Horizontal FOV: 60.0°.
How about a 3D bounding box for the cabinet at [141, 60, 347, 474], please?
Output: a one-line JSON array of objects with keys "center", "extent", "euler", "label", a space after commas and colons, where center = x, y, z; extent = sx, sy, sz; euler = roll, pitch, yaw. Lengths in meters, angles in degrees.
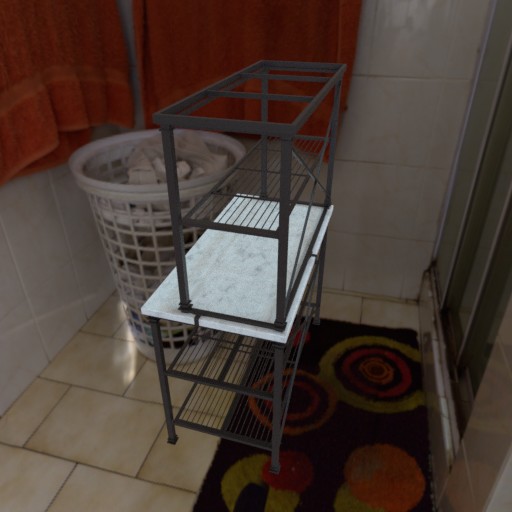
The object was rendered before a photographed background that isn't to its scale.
[{"center": [0.000, 0.000, 2.235], "extent": [0.610, 1.659, 1.210], "euler": [9, 33, 14], "label": "cabinet"}]
